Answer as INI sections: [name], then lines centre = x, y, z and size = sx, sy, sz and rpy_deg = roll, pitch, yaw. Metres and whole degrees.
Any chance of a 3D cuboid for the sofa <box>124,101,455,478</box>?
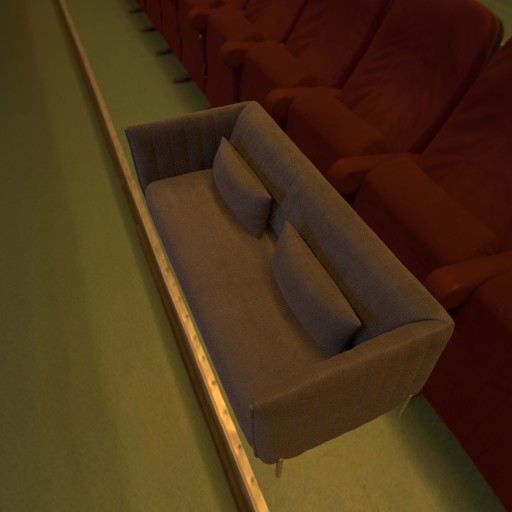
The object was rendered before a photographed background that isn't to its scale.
[sofa]
centre = 0.000, 0.000, 2.431
size = 0.876, 0.780, 1.980
rpy_deg = -18, 50, -16
